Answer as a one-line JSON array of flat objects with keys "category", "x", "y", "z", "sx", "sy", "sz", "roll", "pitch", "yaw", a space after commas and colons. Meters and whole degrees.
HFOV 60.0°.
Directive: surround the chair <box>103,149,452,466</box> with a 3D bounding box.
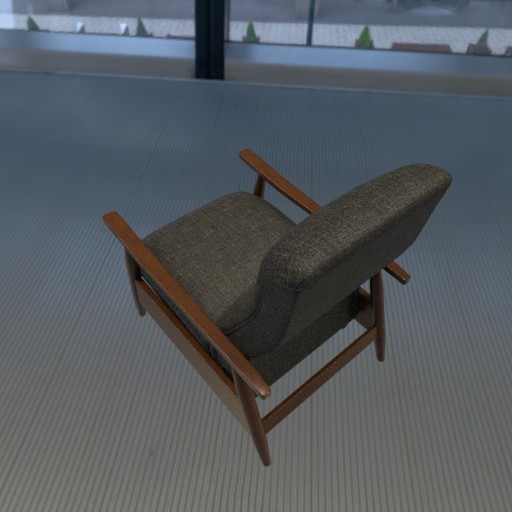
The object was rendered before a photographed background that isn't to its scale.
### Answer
[{"category": "chair", "x": 0.000, "y": 0.000, "z": 1.736, "sx": 0.762, "sy": 1.082, "sz": 1.014, "roll": -32, "pitch": 54, "yaw": -27}]
